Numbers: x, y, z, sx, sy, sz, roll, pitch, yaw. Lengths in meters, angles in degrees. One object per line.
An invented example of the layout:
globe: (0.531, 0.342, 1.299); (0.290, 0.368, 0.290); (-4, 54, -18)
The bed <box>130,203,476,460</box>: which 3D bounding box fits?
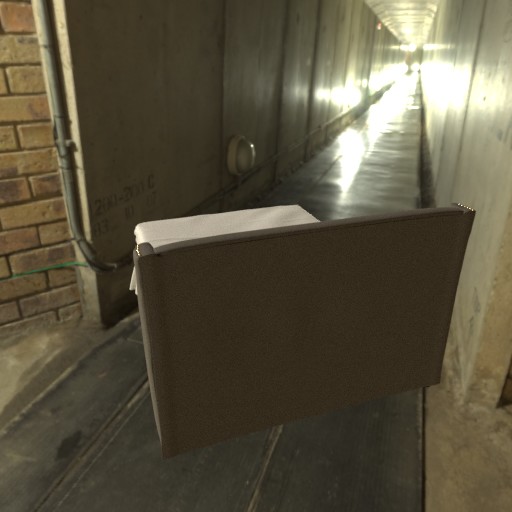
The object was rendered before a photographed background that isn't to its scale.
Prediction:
bed: (0.000, 0.000, 3.481); (1.925, 1.332, 2.276); (-8, 27, -17)
